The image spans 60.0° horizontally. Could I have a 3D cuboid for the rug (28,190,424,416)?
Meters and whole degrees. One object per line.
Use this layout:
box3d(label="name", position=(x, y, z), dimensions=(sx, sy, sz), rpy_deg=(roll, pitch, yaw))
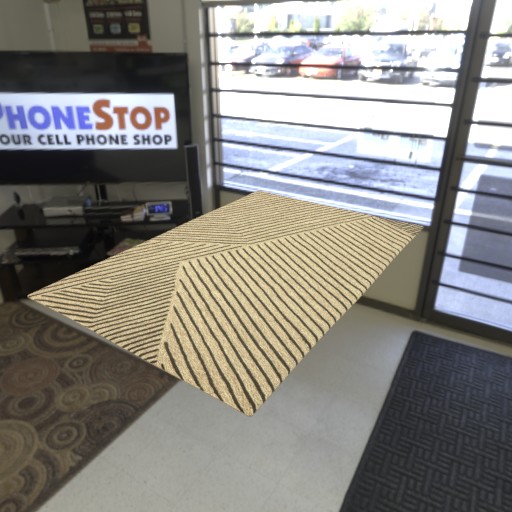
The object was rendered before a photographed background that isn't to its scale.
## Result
box3d(label="rug", position=(0.000, 0.000, 2.352), dimensions=(1.237, 0.019, 1.842), rpy_deg=(17, 31, 31))
